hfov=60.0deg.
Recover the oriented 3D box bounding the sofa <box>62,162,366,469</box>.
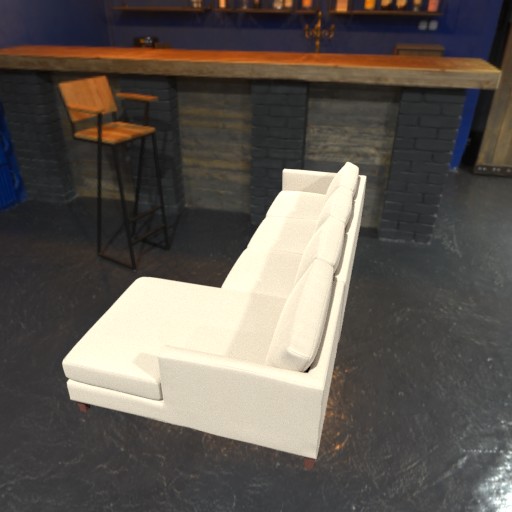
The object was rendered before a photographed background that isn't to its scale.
[{"bbox_3d":[0.000,0.000,3.837,1.625,0.861,3.186,8,31,14],"label":"sofa"}]
